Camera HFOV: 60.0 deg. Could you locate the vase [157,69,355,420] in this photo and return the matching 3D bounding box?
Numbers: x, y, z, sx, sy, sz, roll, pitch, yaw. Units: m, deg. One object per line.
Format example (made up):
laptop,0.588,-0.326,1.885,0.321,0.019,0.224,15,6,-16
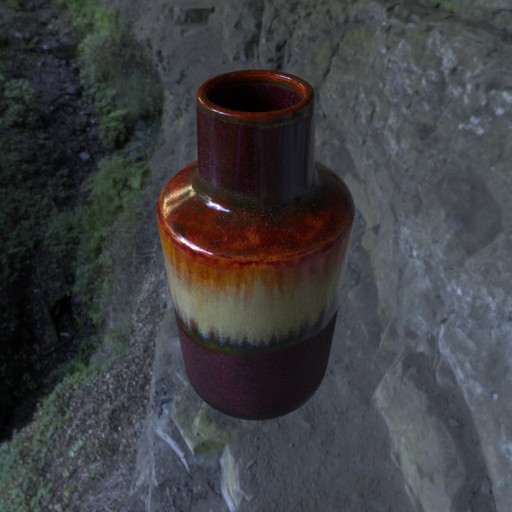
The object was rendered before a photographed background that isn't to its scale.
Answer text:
vase,0.000,0.000,0.269,0.108,0.204,0.108,0,42,0
